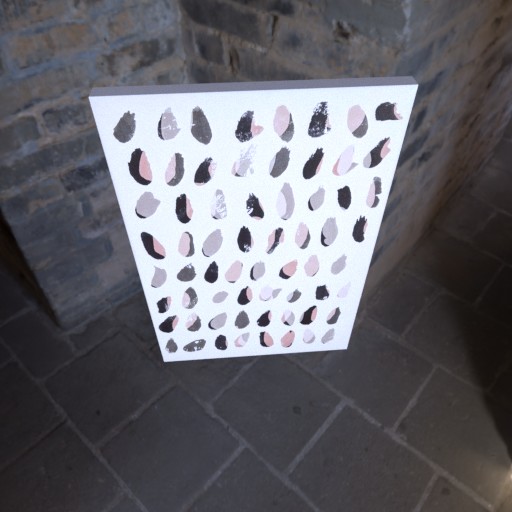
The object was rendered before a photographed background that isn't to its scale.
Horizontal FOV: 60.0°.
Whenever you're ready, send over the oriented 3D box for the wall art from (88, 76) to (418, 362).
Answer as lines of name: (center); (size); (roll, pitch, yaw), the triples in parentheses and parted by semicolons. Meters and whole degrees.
wall art: (0.000, 0.000, 0.768); (0.405, 0.608, 0.025); (-3, 46, -3)
